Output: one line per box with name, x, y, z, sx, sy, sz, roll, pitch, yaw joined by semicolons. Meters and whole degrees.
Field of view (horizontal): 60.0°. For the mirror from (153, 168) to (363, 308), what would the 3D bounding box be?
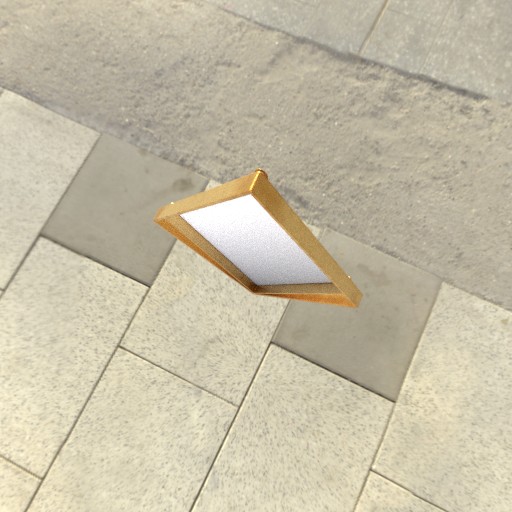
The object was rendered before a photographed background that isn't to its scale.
mirror;0.000;0.000;0.832;0.419;0.679;0.032;23;76;6
